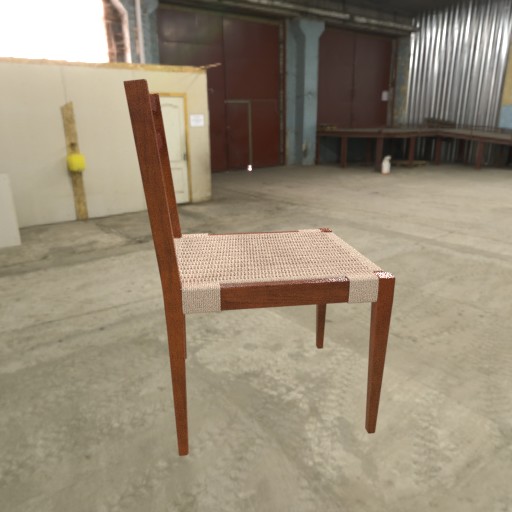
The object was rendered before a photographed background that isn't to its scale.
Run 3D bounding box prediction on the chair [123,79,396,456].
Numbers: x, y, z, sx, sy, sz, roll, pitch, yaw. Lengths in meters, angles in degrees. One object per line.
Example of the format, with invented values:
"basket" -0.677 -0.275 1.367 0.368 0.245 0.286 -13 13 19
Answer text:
"chair" 0.000 0.000 1.205 0.569 0.851 0.495 -3 17 -9
